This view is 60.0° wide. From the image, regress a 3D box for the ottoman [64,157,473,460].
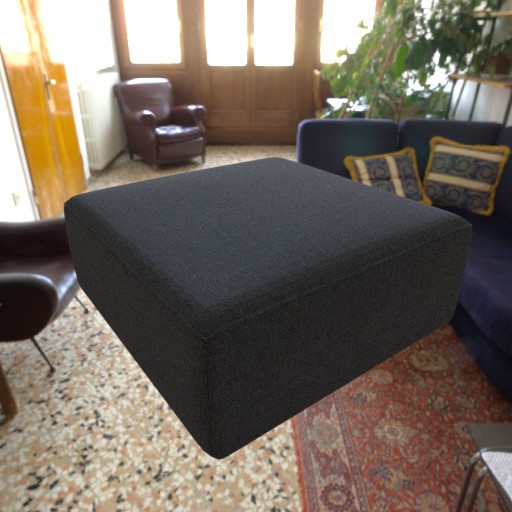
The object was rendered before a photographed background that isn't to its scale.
[{"bbox_3d":[0.000,0.000,1.535,1.000,0.439,1.000,-19,32,-32],"label":"ottoman"}]
